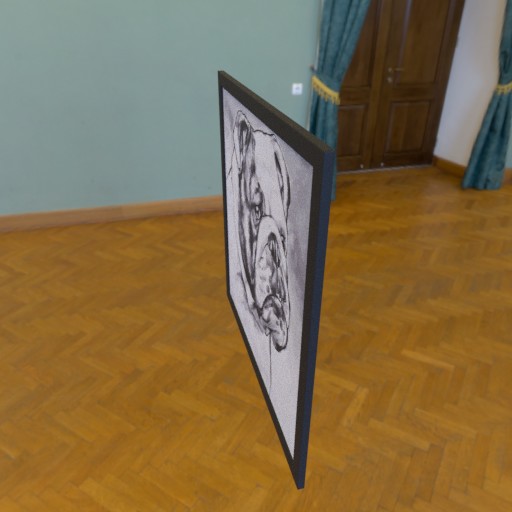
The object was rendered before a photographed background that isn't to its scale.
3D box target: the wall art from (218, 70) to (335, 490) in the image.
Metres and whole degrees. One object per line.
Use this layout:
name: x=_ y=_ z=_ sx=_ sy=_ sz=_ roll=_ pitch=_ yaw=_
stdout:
wall art: x=0.000 y=0.000 z=0.810 sx=0.012 sy=0.558 sz=0.562 roll=-8 pitch=31 yaw=-13
